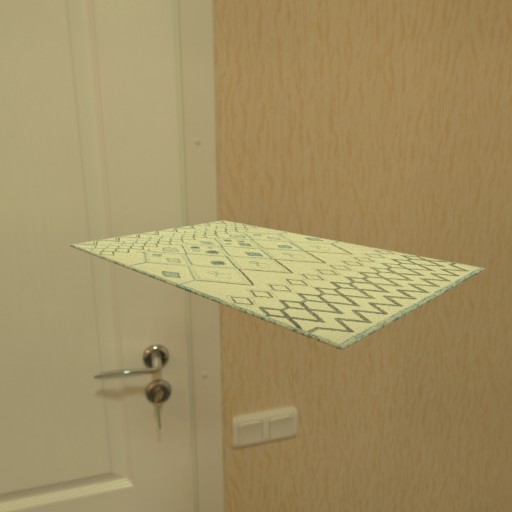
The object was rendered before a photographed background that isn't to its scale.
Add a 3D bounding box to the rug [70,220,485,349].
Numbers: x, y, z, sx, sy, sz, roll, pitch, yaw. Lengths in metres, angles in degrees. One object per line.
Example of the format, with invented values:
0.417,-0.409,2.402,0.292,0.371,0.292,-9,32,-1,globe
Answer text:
0.000,0.000,3.012,2.439,0.015,1.524,14,20,43,rug
